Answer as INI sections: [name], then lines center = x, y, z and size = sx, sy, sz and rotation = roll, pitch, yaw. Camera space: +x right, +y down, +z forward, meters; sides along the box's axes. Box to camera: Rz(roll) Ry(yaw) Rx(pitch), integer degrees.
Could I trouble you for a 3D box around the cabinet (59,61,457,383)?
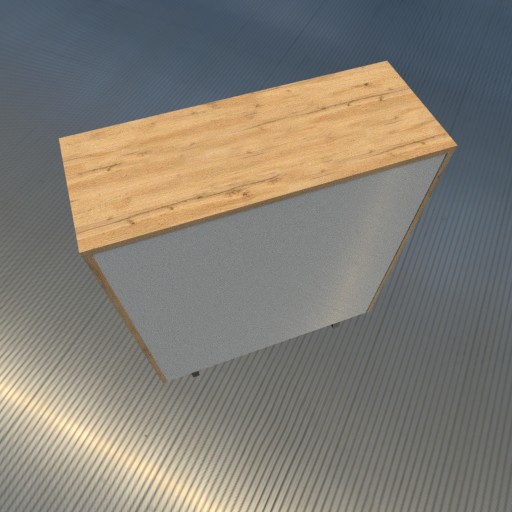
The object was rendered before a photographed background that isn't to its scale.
[cabinet]
center = 0.000, 0.000, 1.991
size = 1.168, 1.397, 0.473
rotation = -17, 60, -10
